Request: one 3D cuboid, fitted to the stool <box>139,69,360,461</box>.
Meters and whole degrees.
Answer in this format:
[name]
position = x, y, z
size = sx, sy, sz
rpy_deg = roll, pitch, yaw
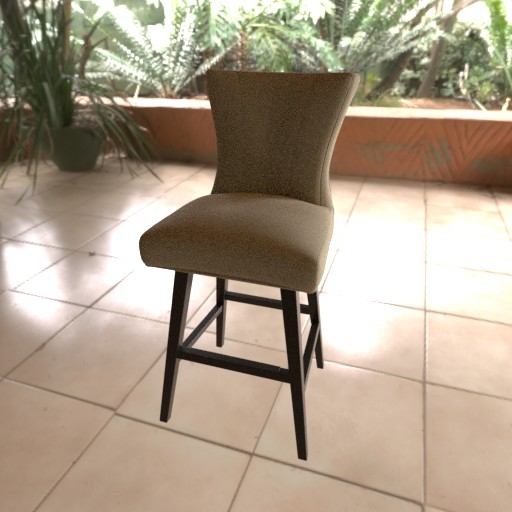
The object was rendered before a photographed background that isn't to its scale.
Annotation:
[stool]
position = 0.000, 0.000, 1.440
size = 0.514, 1.086, 0.574
rpy_deg = 8, 28, 16
